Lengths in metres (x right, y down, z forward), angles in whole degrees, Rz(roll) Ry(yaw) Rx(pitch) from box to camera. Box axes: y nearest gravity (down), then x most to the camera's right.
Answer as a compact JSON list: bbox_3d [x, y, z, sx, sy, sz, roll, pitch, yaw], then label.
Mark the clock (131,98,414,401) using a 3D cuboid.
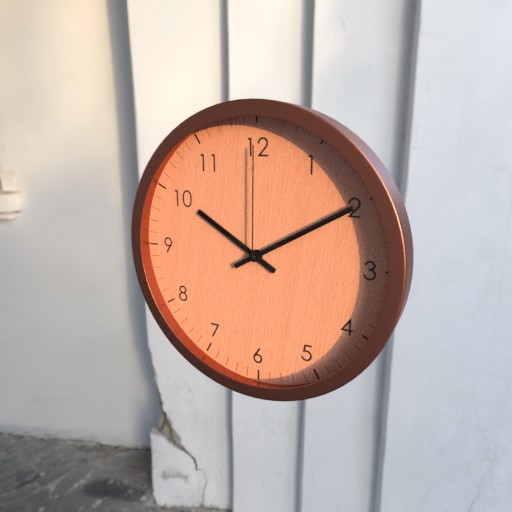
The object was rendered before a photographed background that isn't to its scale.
[{"bbox_3d":[0.000,0.000,0.470,0.313,0.313,0.040,8,16,27],"label":"clock"}]
